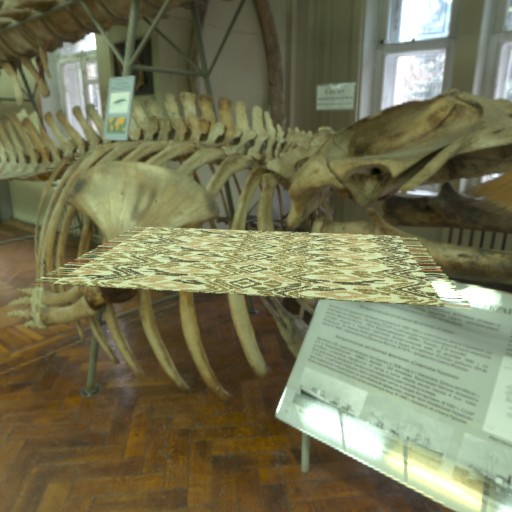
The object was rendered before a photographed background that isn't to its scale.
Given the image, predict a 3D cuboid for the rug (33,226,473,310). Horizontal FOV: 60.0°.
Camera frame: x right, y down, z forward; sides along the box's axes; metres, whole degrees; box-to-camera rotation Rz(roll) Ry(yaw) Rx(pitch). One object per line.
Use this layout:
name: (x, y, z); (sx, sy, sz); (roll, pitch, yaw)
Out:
rug: (0.000, 0.000, 3.099); (2.438, 0.008, 1.524); (2, 17, 8)
